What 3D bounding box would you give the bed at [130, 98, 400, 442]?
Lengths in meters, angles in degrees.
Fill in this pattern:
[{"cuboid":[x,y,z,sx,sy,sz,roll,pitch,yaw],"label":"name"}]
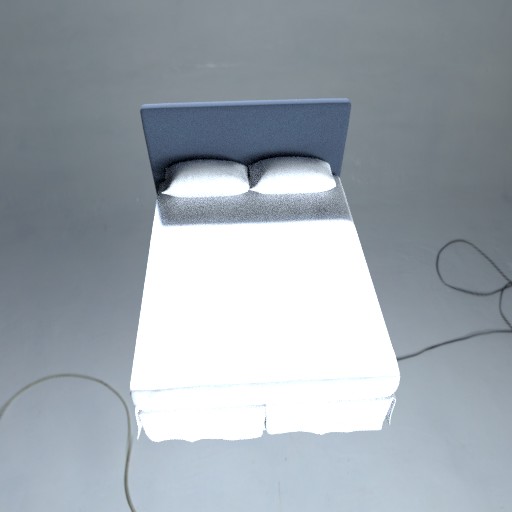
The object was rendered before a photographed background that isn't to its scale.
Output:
[{"cuboid":[0.000,0.000,3.229,1.713,1.330,2.162,-3,47,-2],"label":"bed"}]
